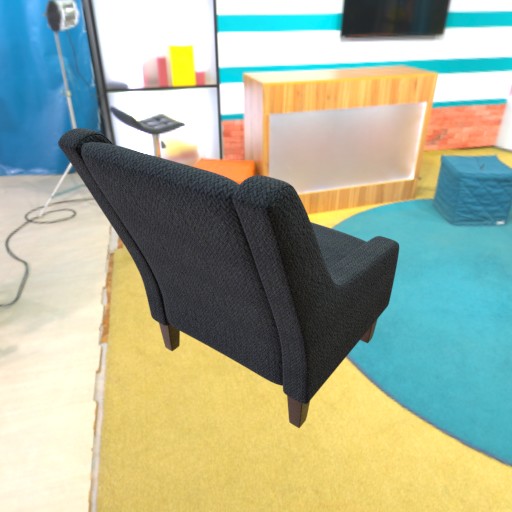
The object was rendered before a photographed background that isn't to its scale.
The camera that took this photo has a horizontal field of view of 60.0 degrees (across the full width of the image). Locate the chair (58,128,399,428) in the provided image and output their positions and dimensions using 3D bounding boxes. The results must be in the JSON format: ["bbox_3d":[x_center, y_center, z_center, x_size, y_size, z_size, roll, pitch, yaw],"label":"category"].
[{"bbox_3d":[0.000,0.000,1.676,0.793,1.012,0.944,21,37,32],"label":"chair"}]
